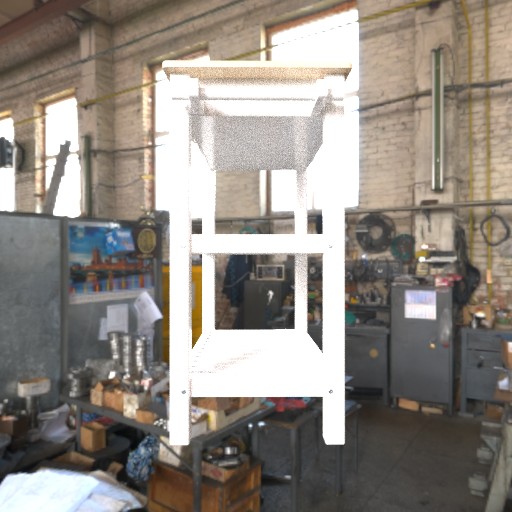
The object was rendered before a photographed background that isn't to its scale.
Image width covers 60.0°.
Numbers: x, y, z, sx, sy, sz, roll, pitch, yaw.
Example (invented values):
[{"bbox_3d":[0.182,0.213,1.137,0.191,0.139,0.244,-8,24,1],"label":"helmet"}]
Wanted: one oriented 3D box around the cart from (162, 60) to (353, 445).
[{"bbox_3d":[0.000,0.000,1.441,0.457,0.927,0.899,0,0,-1],"label":"cart"}]
